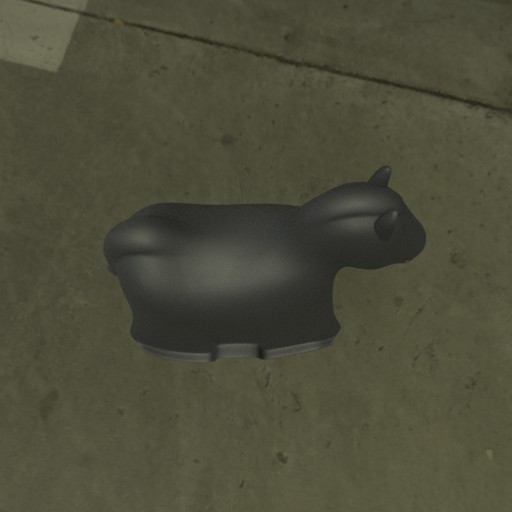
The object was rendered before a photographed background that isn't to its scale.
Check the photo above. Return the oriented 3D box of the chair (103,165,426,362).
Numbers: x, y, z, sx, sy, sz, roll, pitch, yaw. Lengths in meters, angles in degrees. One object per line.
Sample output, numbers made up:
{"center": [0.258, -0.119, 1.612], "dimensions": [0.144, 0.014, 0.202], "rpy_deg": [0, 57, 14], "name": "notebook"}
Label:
{"center": [0.000, 0.000, 1.143], "dimensions": [0.800, 0.612, 0.429], "rpy_deg": [-1, 65, 0], "name": "chair"}
